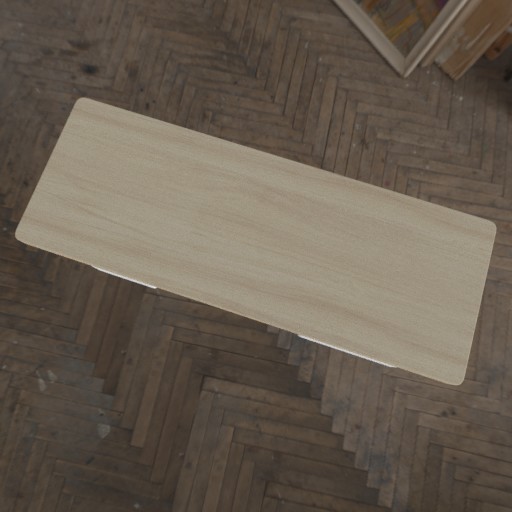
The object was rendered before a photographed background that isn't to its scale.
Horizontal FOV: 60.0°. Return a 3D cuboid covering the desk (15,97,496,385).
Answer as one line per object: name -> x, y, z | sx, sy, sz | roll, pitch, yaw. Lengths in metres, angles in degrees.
desk -> 0.000, 0.000, 1.823 | 1.500, 0.755, 0.550 | 18, 78, 4
